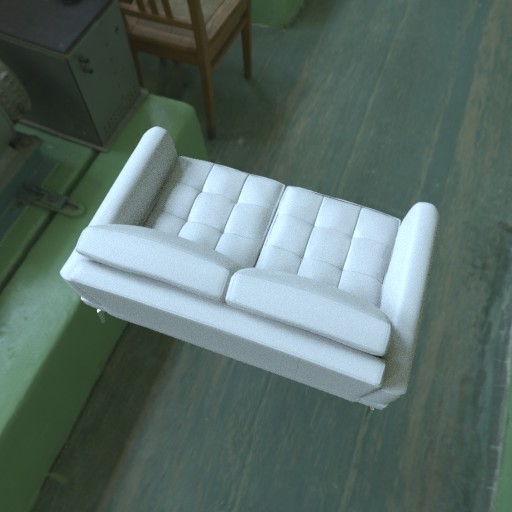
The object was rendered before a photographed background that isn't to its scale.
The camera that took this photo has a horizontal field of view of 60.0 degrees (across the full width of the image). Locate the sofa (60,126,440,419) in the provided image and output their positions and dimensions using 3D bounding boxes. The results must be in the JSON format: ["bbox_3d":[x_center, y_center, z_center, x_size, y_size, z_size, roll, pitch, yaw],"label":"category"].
[{"bbox_3d":[0.000,0.000,2.476,1.819,0.930,1.121,18,65,9],"label":"sofa"}]
